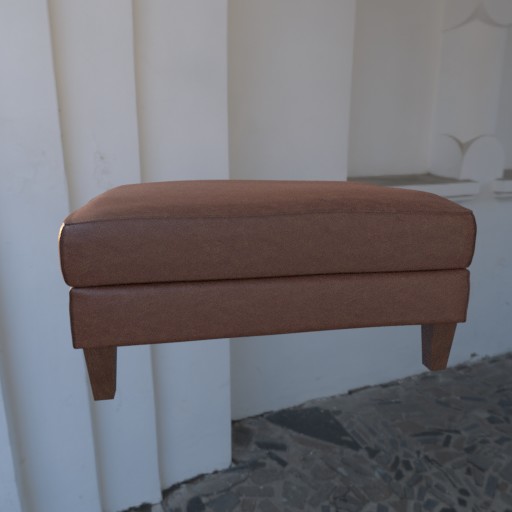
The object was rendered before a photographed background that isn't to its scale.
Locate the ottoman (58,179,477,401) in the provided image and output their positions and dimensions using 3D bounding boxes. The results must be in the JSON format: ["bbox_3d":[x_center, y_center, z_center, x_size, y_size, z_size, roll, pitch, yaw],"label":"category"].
[{"bbox_3d":[0.000,0.000,1.419,0.987,0.472,0.836,-2,14,-9],"label":"ottoman"}]
